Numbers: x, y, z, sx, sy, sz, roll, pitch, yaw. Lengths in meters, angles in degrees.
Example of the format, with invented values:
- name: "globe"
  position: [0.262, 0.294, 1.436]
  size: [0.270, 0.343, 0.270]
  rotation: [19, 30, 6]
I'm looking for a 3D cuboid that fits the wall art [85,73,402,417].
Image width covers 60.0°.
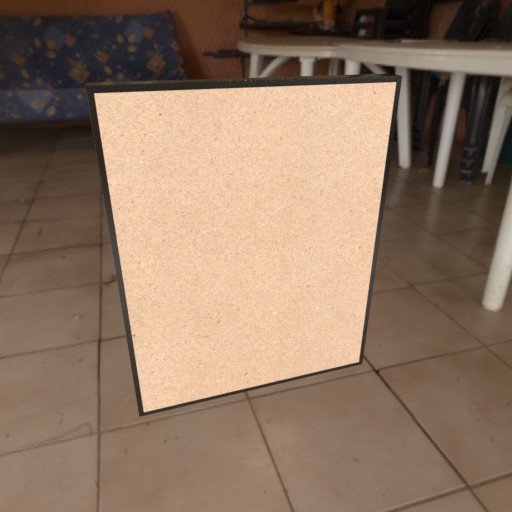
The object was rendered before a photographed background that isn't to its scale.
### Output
- name: "wall art"
  position: [0.000, 0.000, 0.740]
  size: [0.448, 0.551, 0.038]
  rotation: [-8, 28, -16]
